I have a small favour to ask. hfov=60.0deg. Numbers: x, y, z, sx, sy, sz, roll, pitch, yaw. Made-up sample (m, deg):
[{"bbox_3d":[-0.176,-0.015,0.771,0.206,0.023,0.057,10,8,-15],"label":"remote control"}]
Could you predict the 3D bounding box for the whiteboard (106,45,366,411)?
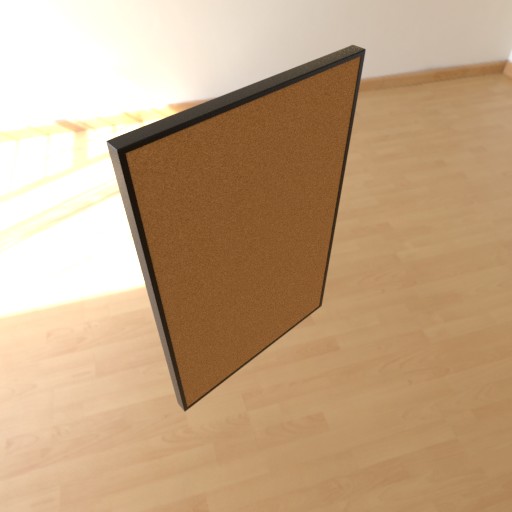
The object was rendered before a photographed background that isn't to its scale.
[{"bbox_3d":[0.000,0.000,0.778,0.406,0.611,0.026,-32,54,-27],"label":"whiteboard"}]
